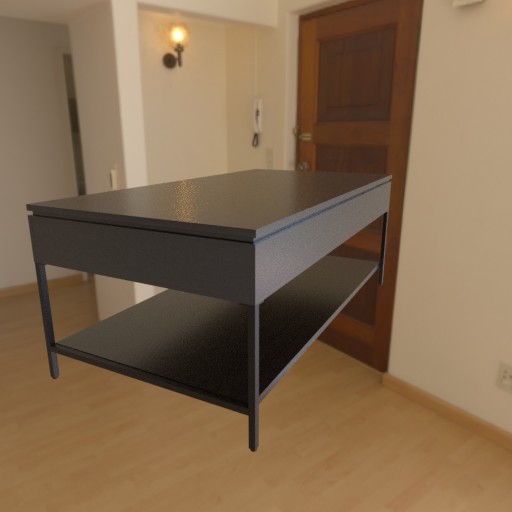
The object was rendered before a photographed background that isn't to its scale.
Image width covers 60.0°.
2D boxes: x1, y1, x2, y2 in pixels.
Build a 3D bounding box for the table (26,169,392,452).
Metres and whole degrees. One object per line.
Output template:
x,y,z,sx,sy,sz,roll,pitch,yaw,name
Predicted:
0.000,0.000,1.375,0.574,0.435,1.095,8,18,27,table
